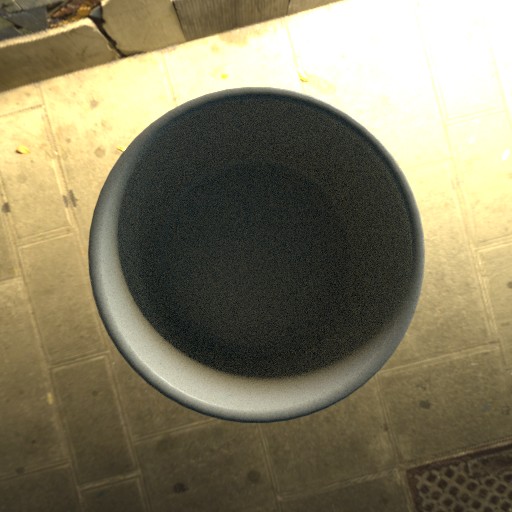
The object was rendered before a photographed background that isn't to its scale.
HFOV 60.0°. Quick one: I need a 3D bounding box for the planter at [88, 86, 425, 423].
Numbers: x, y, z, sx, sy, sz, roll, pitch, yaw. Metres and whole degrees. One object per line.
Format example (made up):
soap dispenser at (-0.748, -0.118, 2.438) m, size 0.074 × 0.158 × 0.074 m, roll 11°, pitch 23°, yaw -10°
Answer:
planter at (0.000, 0.000, 0.564) m, size 0.317 × 0.303 × 0.317 m, roll 0°, pitch 89°, yaw 0°
